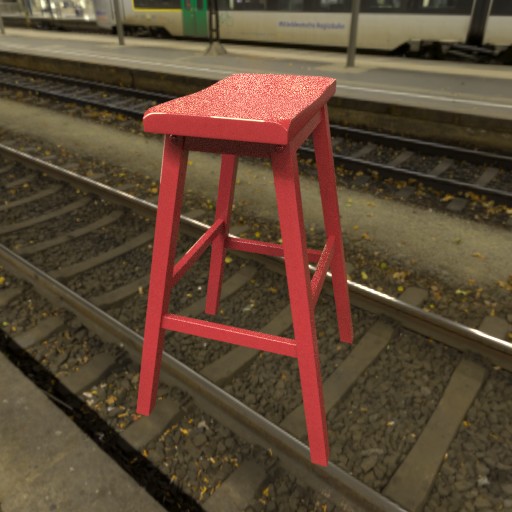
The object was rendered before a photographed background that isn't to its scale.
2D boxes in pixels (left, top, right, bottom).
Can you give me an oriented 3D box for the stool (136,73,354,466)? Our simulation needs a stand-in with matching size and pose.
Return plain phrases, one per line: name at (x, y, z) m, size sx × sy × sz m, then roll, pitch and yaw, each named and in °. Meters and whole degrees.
stool at (0.000, 0.000, 1.040) m, size 0.476 × 0.737 × 0.457 m, roll 9°, pitch 31°, yaw 15°
